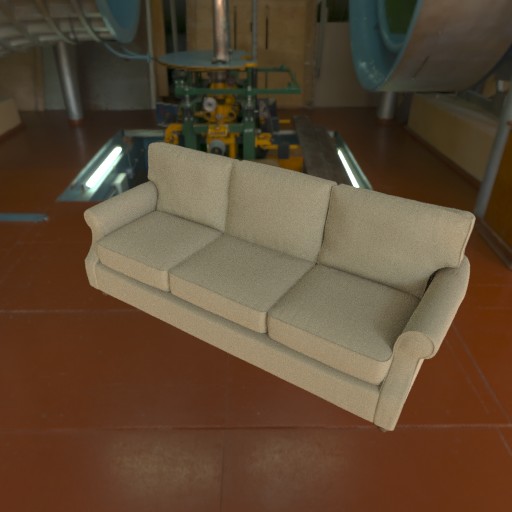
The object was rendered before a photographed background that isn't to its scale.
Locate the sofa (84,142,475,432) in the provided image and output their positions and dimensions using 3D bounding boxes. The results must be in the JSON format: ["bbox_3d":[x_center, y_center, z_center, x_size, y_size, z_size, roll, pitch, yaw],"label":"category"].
[{"bbox_3d":[0.000,0.000,2.749,2.354,0.948,0.966,19,37,28],"label":"sofa"}]
